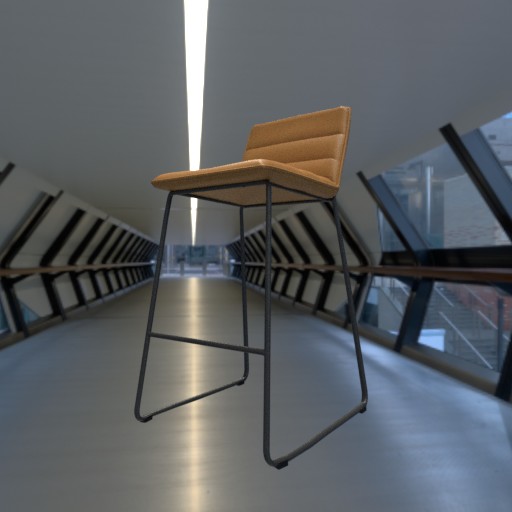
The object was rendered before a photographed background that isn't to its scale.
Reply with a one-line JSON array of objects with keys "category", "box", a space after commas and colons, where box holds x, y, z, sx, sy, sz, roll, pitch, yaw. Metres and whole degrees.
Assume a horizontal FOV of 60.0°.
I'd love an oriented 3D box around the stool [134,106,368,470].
[{"category": "stool", "box": [0.000, 0.000, 1.294, 0.489, 0.936, 0.524, 0, 0, 36]}]
